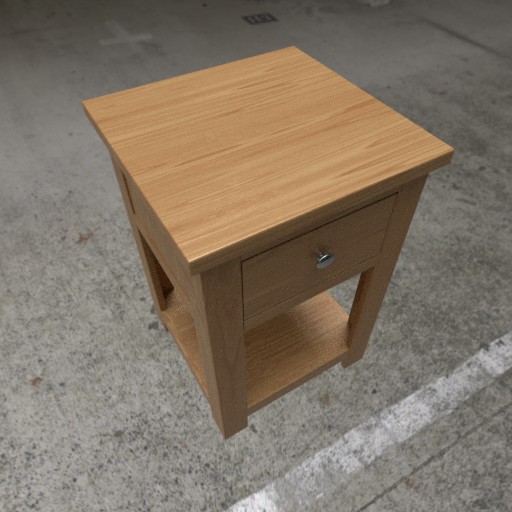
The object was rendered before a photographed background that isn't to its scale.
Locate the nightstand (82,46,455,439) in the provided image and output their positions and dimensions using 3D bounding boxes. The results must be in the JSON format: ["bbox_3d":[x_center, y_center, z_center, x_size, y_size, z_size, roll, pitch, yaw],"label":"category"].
[{"bbox_3d":[0.000,0.000,0.917,0.428,0.614,0.418,-24,52,-20],"label":"nightstand"}]
